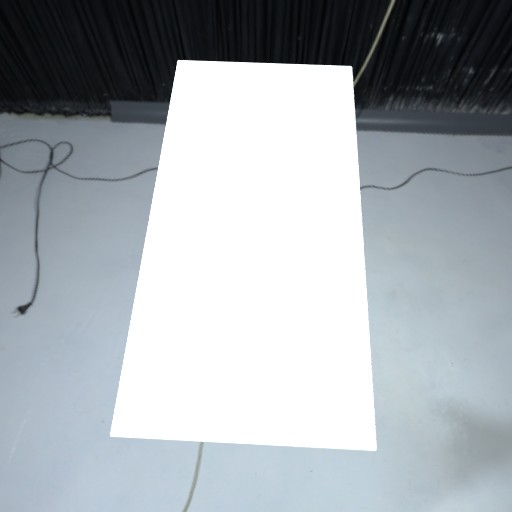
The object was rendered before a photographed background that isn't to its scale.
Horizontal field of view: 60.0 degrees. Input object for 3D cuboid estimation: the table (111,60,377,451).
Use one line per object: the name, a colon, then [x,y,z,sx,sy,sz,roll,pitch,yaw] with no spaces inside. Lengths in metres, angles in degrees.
table: [0.000,0.000,1.380,0.550,0.510,1.107,3,64,1]
